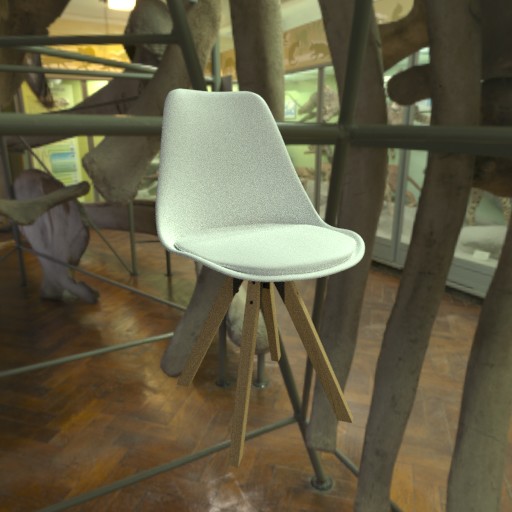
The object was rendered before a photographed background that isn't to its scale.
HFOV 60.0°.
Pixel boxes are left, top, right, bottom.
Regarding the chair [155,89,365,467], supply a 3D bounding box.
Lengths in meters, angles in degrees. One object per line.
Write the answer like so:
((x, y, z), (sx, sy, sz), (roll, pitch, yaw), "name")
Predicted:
((0.000, 0.000, 1.163), (0.485, 0.849, 0.550), (-9, 18, -27), "chair")
